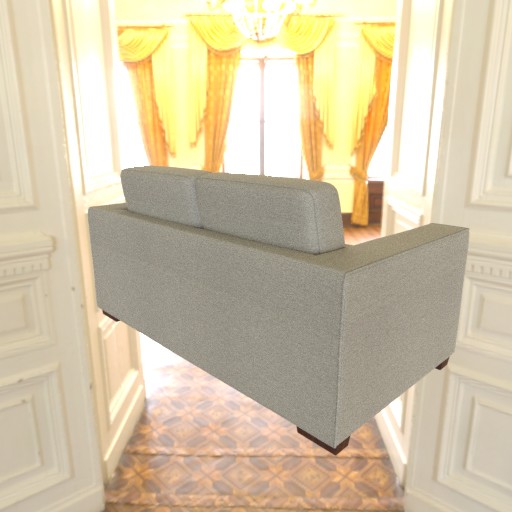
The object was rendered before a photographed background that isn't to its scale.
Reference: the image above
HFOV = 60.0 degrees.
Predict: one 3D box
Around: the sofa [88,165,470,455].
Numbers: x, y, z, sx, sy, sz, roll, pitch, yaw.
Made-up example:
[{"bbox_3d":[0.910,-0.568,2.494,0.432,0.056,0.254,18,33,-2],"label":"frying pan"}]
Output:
[{"bbox_3d":[0.000,0.000,2.362,1.007,0.924,1.812,-14,21,-42],"label":"sofa"}]
